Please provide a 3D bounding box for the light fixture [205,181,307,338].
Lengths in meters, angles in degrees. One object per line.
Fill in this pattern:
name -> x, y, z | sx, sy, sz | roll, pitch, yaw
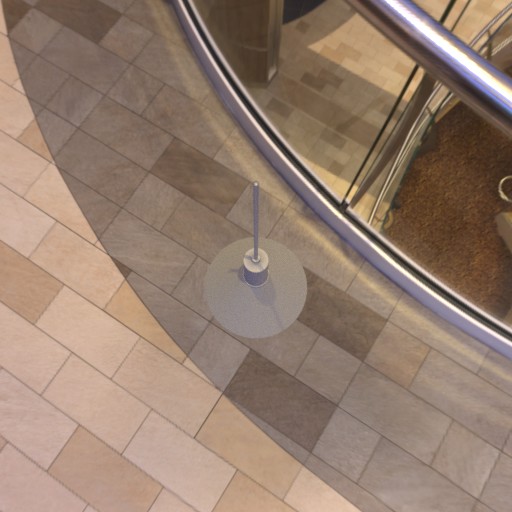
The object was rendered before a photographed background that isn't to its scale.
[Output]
light fixture -> 0.000, 0.000, 0.835 | 0.267, 0.683, 0.267 | -13, 76, -3
